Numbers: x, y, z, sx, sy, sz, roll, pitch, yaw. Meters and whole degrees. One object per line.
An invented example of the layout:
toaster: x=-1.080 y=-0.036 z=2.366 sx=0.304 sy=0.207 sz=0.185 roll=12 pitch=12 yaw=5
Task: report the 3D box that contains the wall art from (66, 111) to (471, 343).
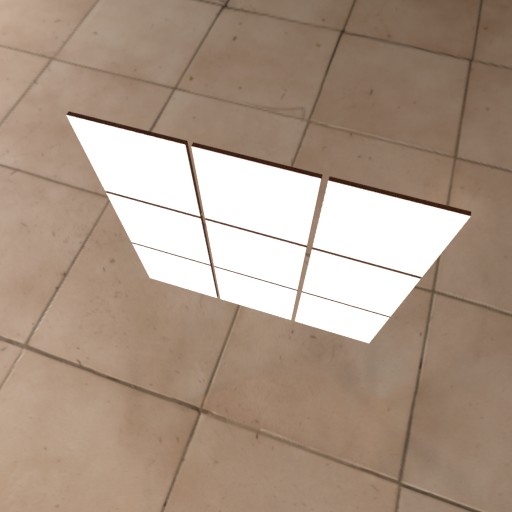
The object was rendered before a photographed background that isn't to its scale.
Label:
wall art: x=0.000 y=0.000 z=1.873 sx=1.256 sy=1.246 sz=0.017 roll=16 pitch=64 yaw=8
